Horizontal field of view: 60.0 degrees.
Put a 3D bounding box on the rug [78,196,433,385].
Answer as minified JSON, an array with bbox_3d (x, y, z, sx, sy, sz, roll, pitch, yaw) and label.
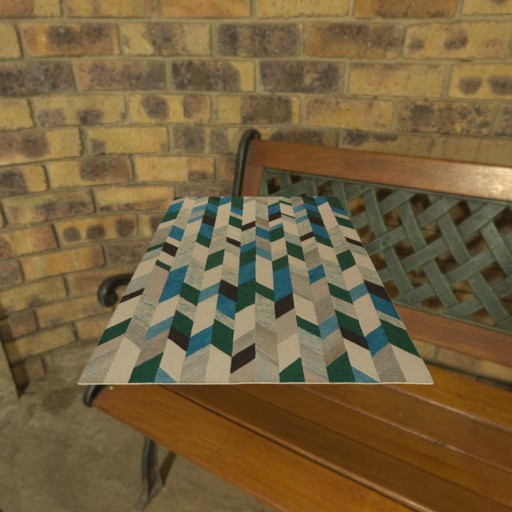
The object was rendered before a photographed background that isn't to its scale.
[{"bbox_3d":[0.000,0.000,2.954,1.507,0.007,2.433,0,26,0],"label":"rug"}]
